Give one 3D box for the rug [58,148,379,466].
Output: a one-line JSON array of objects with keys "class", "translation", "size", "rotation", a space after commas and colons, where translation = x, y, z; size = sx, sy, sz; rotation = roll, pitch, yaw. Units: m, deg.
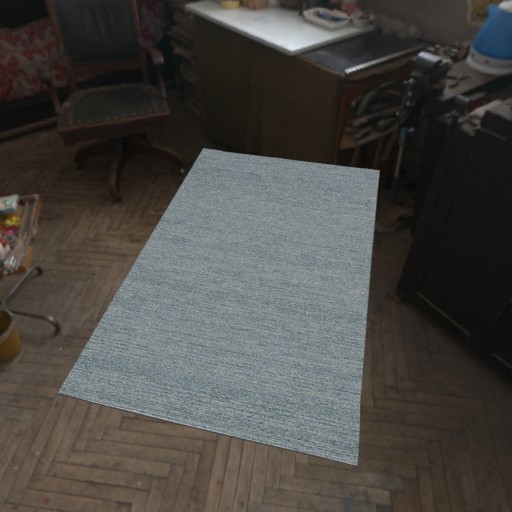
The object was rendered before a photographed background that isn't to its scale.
[{"class": "rug", "translation": [0.000, 0.000, 2.277], "size": [1.174, 0.022, 1.853], "rotation": [10, 46, 9]}]
